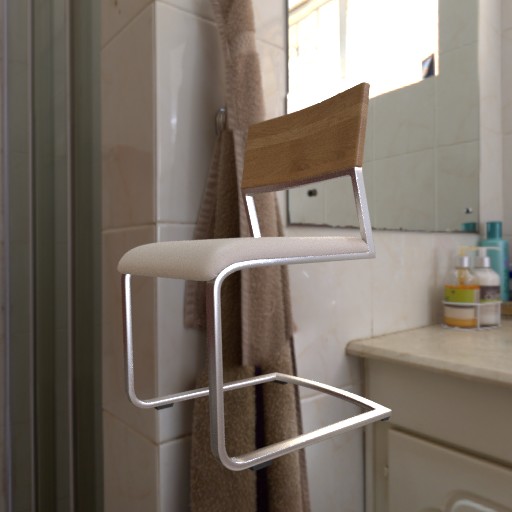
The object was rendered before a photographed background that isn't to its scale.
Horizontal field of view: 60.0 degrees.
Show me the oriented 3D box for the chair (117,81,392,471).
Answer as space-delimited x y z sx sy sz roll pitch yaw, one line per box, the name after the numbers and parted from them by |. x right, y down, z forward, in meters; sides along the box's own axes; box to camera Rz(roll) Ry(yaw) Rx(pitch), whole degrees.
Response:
0.000 0.000 1.159 0.585 0.844 0.467 0 0 -38 | chair
